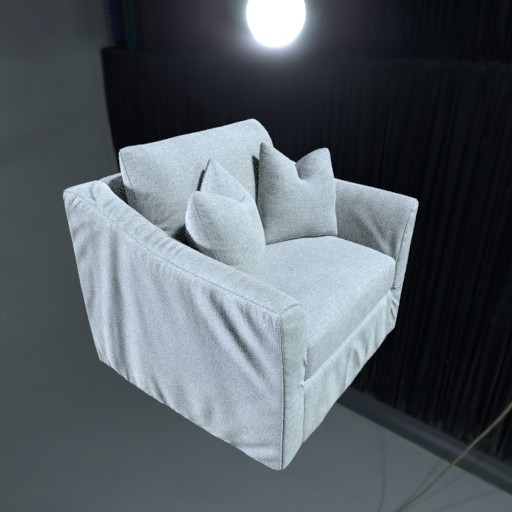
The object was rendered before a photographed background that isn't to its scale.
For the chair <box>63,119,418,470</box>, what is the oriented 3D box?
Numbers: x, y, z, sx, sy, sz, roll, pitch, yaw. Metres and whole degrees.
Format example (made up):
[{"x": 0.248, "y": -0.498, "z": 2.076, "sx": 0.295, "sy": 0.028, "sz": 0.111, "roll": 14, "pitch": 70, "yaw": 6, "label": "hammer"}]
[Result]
[{"x": 0.000, "y": 0.000, "z": 2.042, "sx": 1.071, "sy": 1.059, "sz": 1.194, "roll": 19, "pitch": 33, "yaw": 32, "label": "chair"}]
